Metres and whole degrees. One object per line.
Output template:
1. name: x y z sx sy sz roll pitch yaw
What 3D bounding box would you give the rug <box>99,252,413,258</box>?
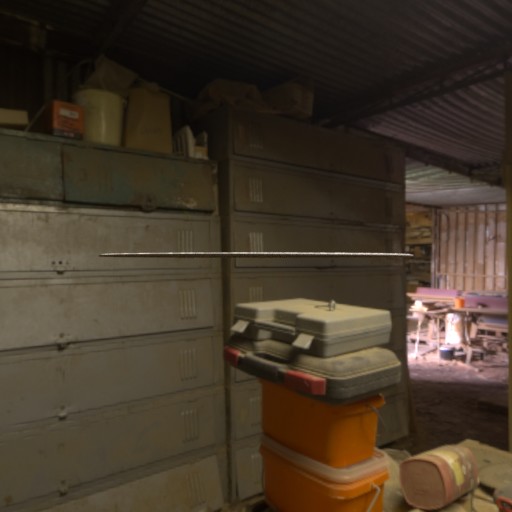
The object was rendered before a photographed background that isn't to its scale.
1. rug: 0.000 0.000 2.380 1.593 0.012 1.593 0 0 0
